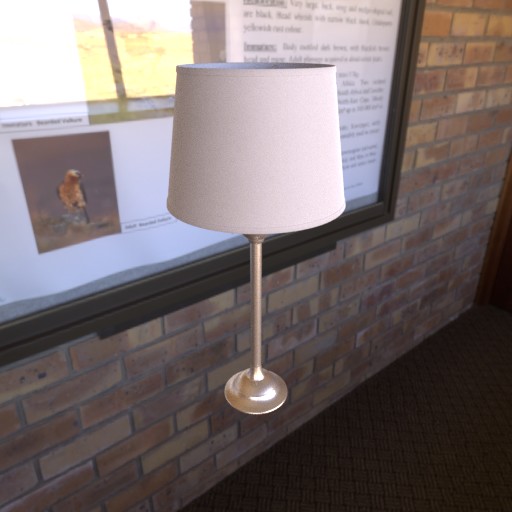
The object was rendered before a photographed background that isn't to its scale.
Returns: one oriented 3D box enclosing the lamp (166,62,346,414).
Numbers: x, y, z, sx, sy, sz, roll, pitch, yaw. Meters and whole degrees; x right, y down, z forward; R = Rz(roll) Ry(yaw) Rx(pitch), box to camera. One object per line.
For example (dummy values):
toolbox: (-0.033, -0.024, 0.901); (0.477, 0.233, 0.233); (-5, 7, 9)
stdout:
lamp: (0.000, 0.000, 0.883); (0.331, 0.698, 0.331); (0, 25, 0)
